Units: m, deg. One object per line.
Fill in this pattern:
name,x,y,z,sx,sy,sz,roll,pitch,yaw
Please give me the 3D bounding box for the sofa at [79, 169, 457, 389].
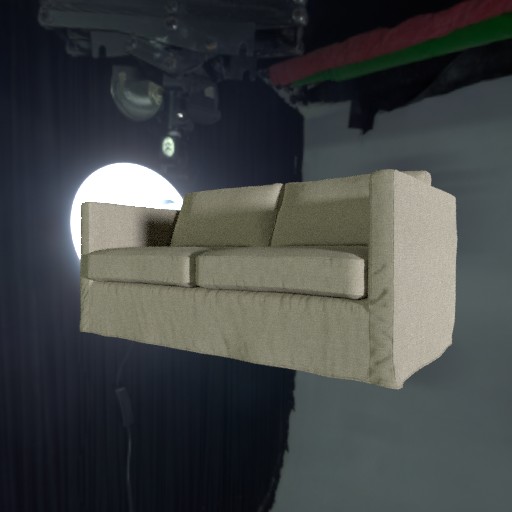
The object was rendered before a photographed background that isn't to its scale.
sofa,0.000,0.000,2.280,1.766,0.828,0.956,1,1,35
